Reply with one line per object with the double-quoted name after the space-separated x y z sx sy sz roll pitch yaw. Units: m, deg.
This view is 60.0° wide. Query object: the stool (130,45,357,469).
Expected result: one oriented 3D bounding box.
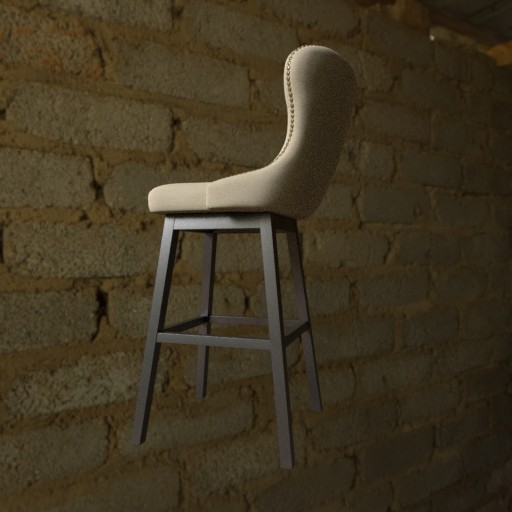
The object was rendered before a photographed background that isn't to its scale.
0.000 0.000 1.370 0.605 1.066 0.528 0 1 18 "stool"
